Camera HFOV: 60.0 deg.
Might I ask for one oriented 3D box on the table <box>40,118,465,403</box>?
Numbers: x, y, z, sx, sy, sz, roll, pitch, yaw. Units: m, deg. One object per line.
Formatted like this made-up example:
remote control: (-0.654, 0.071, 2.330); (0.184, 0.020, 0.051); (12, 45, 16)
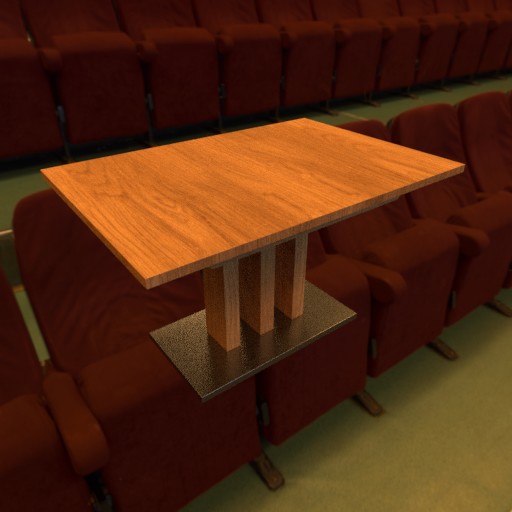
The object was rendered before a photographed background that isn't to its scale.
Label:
table: (0.000, 0.000, 1.844); (1.300, 0.770, 0.900); (-21, 37, -31)
